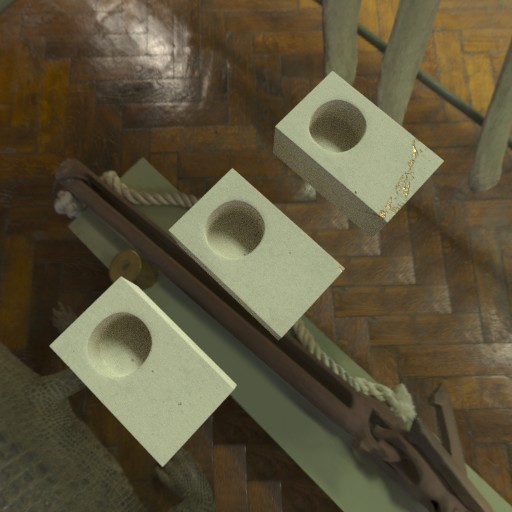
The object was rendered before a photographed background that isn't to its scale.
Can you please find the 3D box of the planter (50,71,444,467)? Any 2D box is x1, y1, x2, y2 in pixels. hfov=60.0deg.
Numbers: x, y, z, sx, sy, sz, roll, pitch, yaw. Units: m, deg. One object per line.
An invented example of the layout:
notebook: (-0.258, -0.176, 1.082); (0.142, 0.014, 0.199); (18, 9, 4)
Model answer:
planter: (0.000, 0.000, 0.386); (0.127, 0.051, 0.333); (43, 81, 9)
